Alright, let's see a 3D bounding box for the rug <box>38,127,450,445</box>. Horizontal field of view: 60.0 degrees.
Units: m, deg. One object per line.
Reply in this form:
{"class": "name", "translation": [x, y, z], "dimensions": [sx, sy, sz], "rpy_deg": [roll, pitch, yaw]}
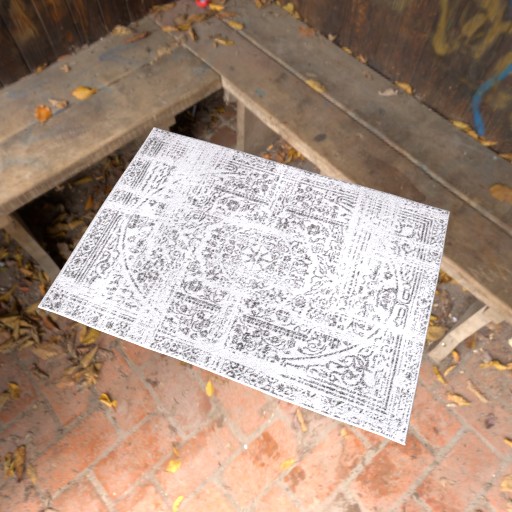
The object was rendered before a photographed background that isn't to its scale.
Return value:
{"class": "rug", "translation": [0.000, 0.000, 3.085], "dimensions": [2.438, 0.026, 1.706], "rpy_deg": [18, 63, 9]}
